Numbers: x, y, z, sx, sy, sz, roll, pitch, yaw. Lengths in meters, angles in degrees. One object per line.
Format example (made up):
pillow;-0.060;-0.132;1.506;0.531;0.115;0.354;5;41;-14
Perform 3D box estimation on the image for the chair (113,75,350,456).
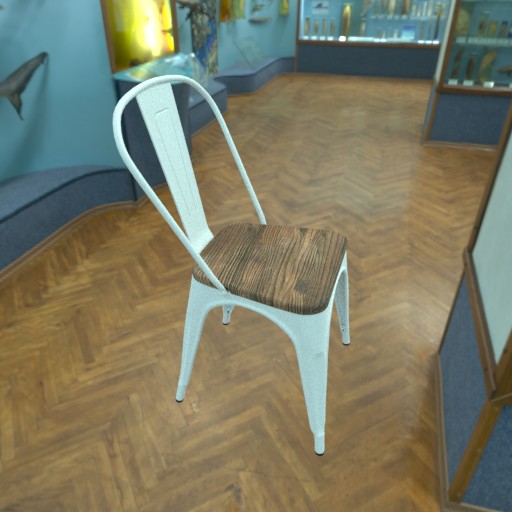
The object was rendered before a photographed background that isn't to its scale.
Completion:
chair;0.000;0.000;1.168;0.521;0.851;0.452;10;34;16
